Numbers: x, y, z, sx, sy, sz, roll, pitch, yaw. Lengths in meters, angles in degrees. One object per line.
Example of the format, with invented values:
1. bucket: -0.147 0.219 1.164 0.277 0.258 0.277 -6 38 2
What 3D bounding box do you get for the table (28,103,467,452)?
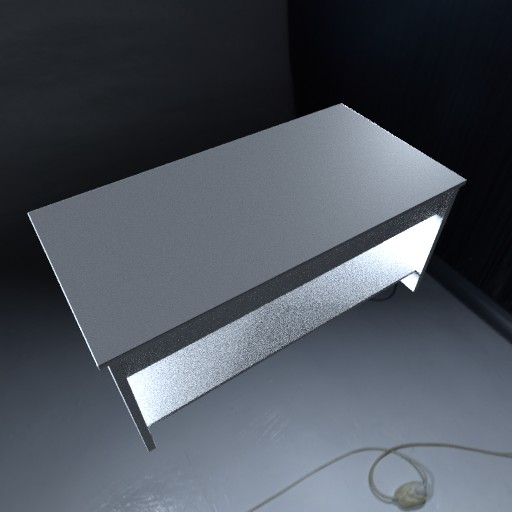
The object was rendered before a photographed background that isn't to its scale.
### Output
1. table: 0.000 0.000 1.281 1.000 0.441 0.500 -25 51 -22
